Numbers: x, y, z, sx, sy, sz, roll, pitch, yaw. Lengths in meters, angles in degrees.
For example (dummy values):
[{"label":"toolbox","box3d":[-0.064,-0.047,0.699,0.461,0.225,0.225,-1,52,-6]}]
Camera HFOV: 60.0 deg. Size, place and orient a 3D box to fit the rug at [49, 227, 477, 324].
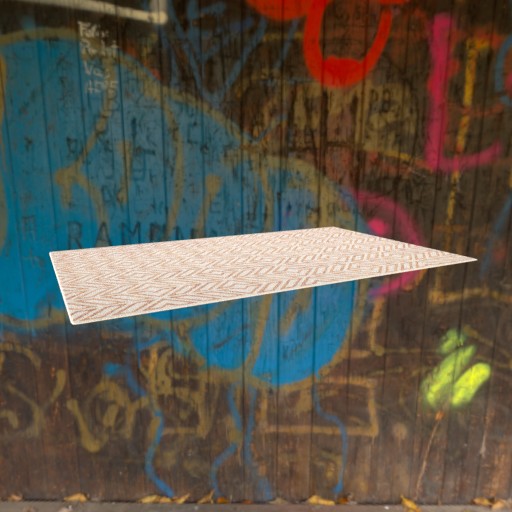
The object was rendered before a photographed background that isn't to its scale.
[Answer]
[{"label":"rug","box3d":[0.000,0.000,2.962,2.438,0.008,1.523,-7,14,-27]}]
